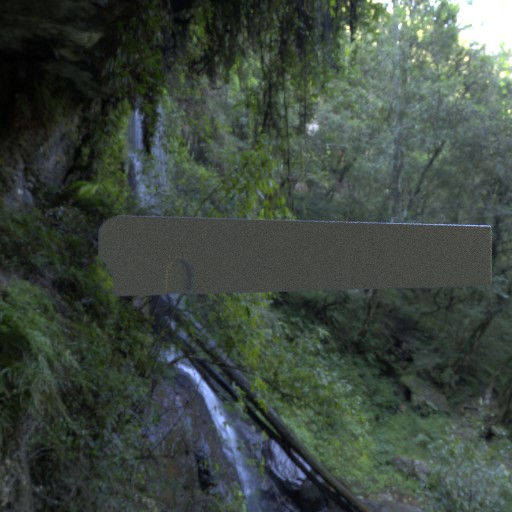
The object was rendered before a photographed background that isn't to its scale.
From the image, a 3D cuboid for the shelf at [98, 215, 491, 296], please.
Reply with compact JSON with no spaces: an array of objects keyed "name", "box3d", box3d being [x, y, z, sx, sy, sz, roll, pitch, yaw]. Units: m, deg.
[{"name":"shelf","box3d":[0.000,0.000,0.464,0.310,0.050,0.310,0,0,-19]}]
